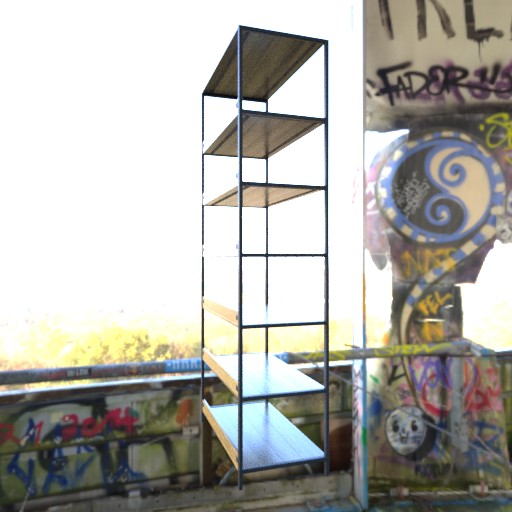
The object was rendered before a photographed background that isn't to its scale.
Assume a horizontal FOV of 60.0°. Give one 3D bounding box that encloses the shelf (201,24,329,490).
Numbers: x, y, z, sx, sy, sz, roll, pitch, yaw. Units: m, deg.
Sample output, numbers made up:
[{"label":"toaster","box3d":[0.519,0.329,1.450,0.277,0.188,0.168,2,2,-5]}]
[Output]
[{"label":"shelf","box3d":[0.000,0.000,2.373,0.431,2.015,0.847,0,0,-18]}]
